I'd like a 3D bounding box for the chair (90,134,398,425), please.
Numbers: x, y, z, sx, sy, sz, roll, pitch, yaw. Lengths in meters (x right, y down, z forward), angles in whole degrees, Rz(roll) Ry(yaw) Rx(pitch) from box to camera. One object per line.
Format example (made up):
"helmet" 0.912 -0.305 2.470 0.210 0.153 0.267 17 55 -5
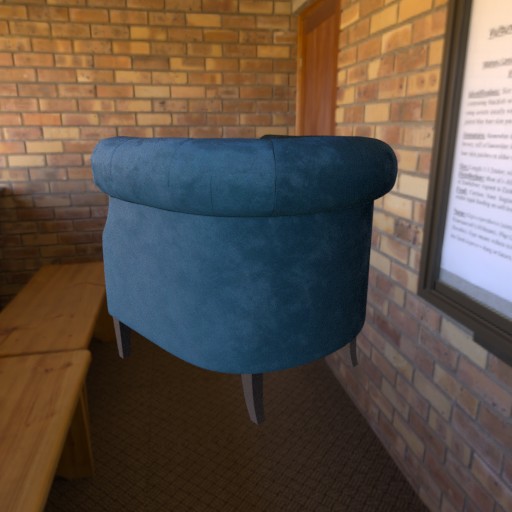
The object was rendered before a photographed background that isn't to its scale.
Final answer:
"chair" 0.000 0.000 1.568 0.904 0.826 0.851 -14 21 -41
